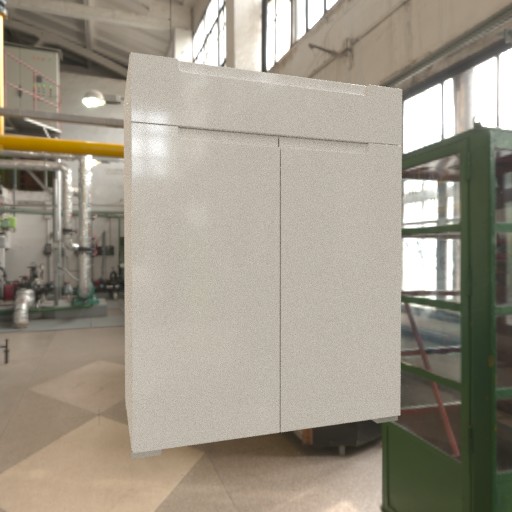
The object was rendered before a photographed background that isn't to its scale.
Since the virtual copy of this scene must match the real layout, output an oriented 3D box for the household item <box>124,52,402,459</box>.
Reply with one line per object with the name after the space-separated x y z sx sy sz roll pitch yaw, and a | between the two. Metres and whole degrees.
0.000 0.000 1.415 0.790 1.010 0.420 0 1 -19 | household item
